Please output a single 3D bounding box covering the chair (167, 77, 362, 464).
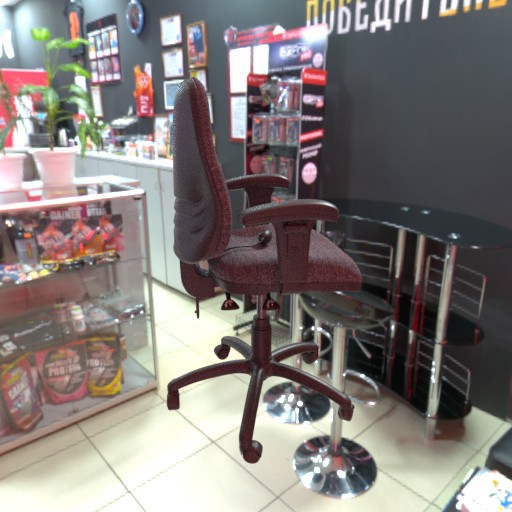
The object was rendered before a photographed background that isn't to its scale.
[{"bbox_3d":[0.000,0.000,1.218,0.530,0.910,0.550,-3,18,-9],"label":"chair"}]
